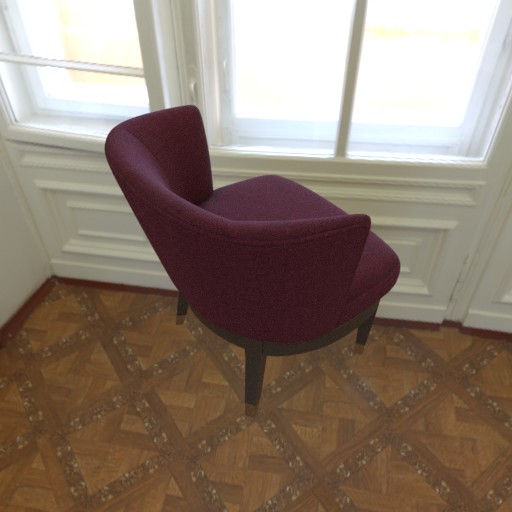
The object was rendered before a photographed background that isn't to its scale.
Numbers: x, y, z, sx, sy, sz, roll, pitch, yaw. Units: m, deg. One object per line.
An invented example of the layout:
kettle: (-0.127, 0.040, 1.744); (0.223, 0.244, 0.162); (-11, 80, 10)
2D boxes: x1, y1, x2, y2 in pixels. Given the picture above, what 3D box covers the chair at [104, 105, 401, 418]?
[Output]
chair: (0.000, 0.000, 1.290); (0.660, 0.760, 0.700); (-26, 47, -27)
